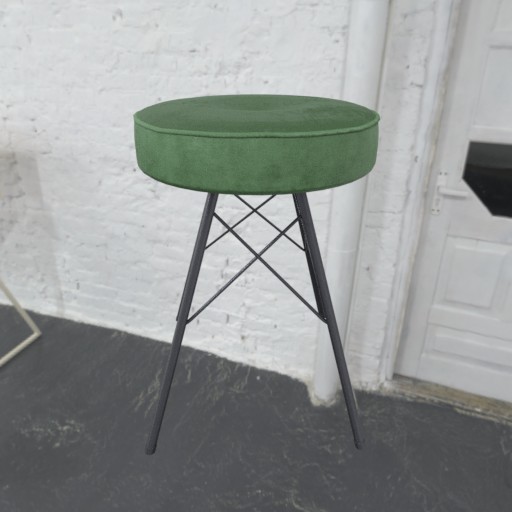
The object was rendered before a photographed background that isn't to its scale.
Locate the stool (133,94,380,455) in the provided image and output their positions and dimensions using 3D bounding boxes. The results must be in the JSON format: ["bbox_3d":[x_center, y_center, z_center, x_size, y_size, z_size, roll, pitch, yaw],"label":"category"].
[{"bbox_3d":[0.000,0.000,0.904,0.430,0.595,0.457,-1,26,-2],"label":"stool"}]
